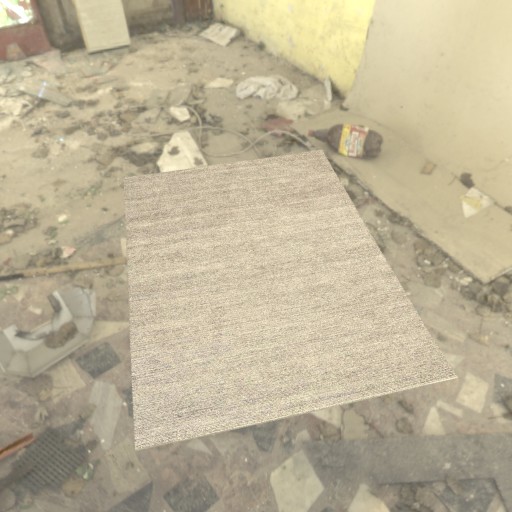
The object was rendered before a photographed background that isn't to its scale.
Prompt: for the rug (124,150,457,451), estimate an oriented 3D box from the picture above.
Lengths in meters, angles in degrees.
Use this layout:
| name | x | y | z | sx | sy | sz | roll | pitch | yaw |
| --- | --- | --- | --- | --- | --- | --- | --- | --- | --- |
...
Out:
| name | x | y | z | sx | sy | sz | roll | pitch | yaw |
| --- | --- | --- | --- | --- | --- | --- | --- | --- | --- |
| rug | 0.000 | 0.000 | 4.264 | 2.434 | 0.045 | 3.202 | -9 | 47 | -9 |
